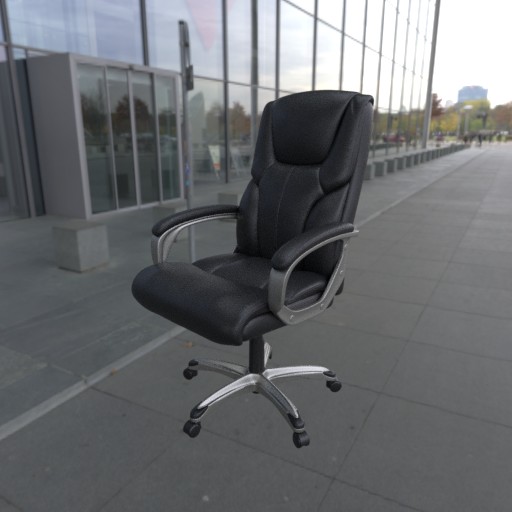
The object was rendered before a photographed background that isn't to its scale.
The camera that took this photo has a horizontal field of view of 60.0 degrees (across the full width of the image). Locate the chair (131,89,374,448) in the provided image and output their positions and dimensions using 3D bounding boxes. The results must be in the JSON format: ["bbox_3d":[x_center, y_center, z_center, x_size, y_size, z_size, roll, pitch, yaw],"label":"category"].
[{"bbox_3d":[0.000,0.000,1.586,0.663,1.155,0.739,15,21,43],"label":"chair"}]
